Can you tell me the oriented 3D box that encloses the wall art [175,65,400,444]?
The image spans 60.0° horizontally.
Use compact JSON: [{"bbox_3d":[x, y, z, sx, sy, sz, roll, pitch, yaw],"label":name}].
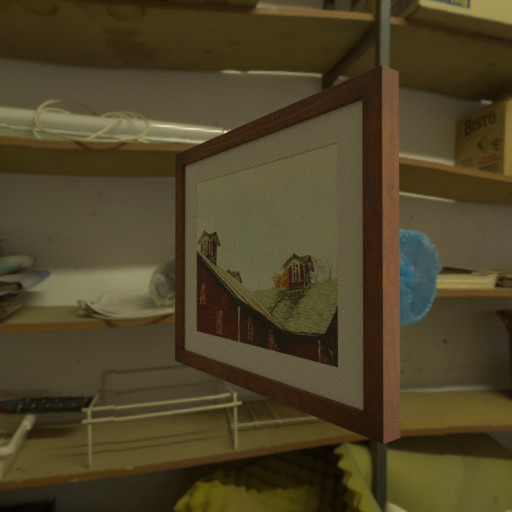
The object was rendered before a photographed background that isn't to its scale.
[{"bbox_3d":[0.000,0.000,0.768,0.033,0.457,0.558,1,-1,-36],"label":"wall art"}]
